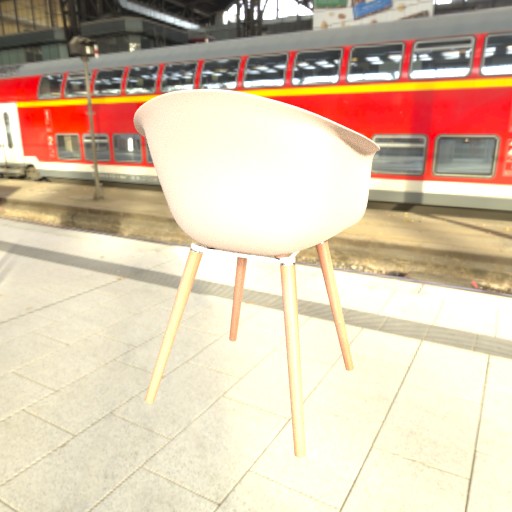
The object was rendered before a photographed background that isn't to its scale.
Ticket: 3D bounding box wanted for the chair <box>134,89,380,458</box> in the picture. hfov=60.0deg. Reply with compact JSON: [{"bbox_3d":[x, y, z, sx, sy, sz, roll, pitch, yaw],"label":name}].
[{"bbox_3d":[0.000,0.000,1.157,0.593,0.781,0.504,8,18,27],"label":"chair"}]
